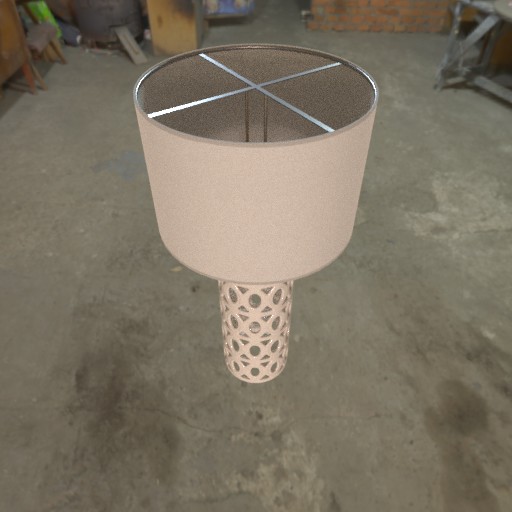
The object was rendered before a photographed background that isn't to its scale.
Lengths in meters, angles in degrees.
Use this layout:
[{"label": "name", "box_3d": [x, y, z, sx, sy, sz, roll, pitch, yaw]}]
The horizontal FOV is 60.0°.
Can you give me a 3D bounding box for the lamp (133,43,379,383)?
[{"label": "lamp", "box_3d": [0.000, 0.000, 0.815, 0.324, 0.636, 0.325, -25, 49, -24]}]
